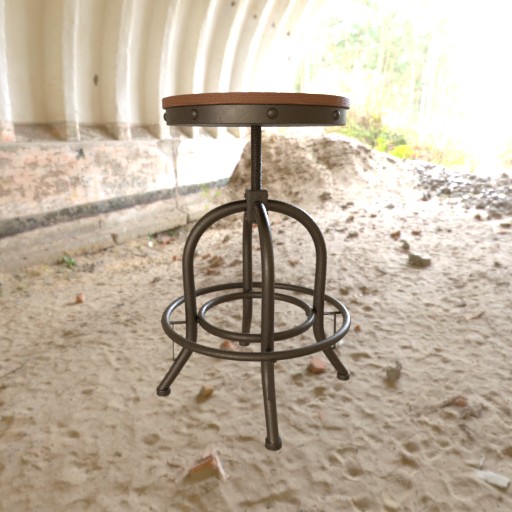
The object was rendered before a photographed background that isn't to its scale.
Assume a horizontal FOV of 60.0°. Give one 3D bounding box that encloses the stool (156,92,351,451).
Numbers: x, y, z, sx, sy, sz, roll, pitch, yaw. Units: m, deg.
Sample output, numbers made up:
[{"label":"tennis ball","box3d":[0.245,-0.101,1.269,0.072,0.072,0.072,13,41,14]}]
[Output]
[{"label":"stool","box3d":[0.000,0.000,0.917,0.439,0.609,0.439,-2,15,-8]}]
